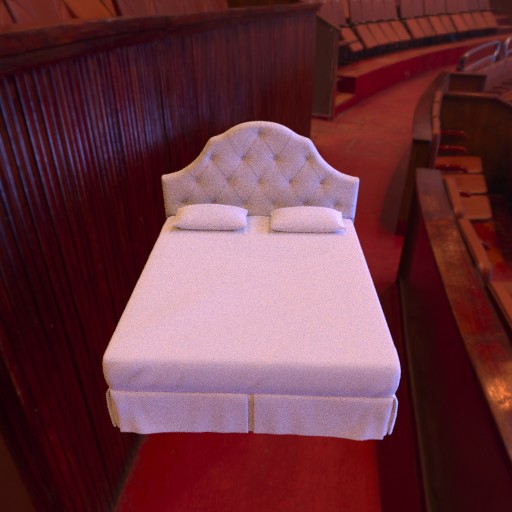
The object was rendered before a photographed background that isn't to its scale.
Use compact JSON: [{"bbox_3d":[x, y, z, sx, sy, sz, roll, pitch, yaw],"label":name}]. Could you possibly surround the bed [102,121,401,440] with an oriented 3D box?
[{"bbox_3d":[0.000,0.000,3.604,2.008,1.615,2.214,1,31,2],"label":"bed"}]
